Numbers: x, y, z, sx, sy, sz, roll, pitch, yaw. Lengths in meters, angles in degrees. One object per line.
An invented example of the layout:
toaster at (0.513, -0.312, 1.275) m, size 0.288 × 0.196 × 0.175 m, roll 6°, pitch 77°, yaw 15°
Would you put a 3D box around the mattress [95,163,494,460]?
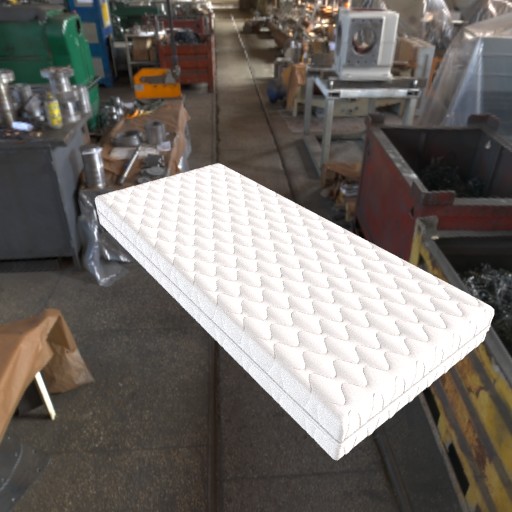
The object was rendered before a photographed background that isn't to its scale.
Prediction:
mattress at (0.000, 0.000, 2.249) m, size 0.900 × 0.200 × 2.000 m, roll -23°, pitch 39°, yaw -31°
